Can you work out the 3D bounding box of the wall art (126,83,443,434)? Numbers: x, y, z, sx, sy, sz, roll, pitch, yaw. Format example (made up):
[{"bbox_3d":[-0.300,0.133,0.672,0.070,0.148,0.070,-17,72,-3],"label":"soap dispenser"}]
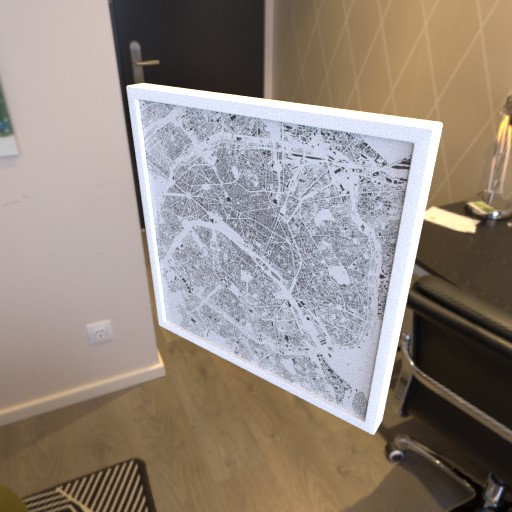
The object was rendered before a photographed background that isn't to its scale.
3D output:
[{"bbox_3d":[0.000,0.000,0.756,0.508,0.508,0.038,19,35,30],"label":"wall art"}]
